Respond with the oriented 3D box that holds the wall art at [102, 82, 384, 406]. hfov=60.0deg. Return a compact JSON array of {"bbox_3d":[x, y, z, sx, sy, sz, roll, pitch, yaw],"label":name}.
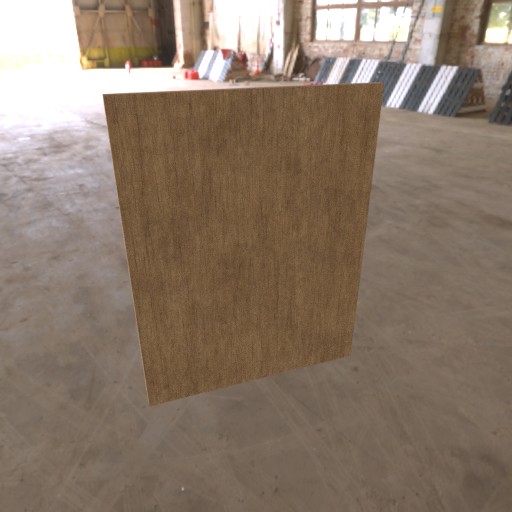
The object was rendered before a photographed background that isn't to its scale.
[{"bbox_3d":[0.000,0.000,0.962,0.534,0.686,0.018,-9,29,-17],"label":"wall art"}]
